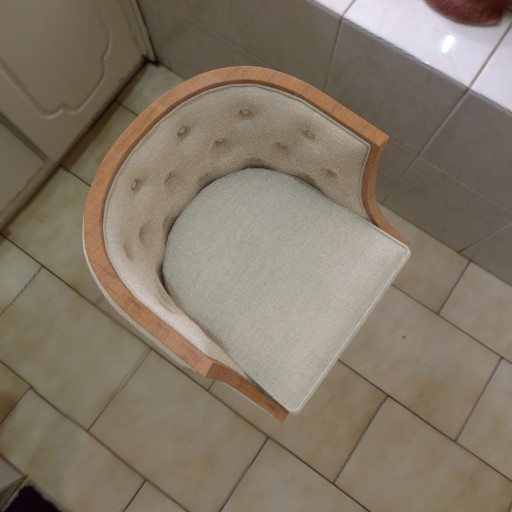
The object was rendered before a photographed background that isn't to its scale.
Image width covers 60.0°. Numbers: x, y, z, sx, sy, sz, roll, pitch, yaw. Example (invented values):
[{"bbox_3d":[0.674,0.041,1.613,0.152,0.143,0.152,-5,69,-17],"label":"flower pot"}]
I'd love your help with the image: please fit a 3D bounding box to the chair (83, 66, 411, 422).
[{"bbox_3d":[0.000,0.000,1.356,0.757,0.775,0.711,37,79,8],"label":"chair"}]
